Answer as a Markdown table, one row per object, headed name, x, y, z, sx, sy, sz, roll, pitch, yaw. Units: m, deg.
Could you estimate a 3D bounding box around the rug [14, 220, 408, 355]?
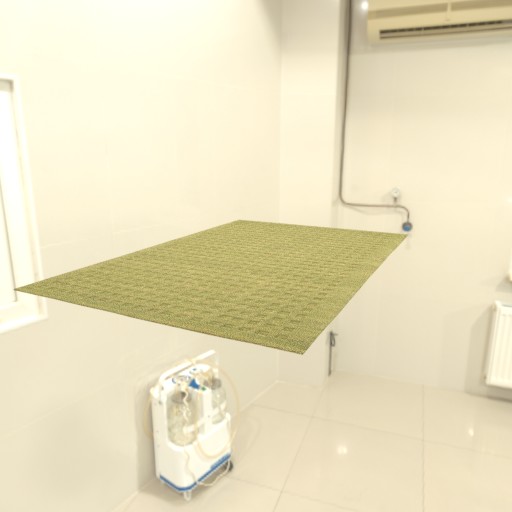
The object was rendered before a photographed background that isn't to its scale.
| name | x | y | z | sx | sy | sz | roll | pitch | yaw |
| --- | --- | --- | --- | --- | --- | --- | --- | --- | --- |
| rug | 0.000 | 0.000 | 2.839 | 1.529 | 0.007 | 2.297 | 7 | 16 | 26 |
